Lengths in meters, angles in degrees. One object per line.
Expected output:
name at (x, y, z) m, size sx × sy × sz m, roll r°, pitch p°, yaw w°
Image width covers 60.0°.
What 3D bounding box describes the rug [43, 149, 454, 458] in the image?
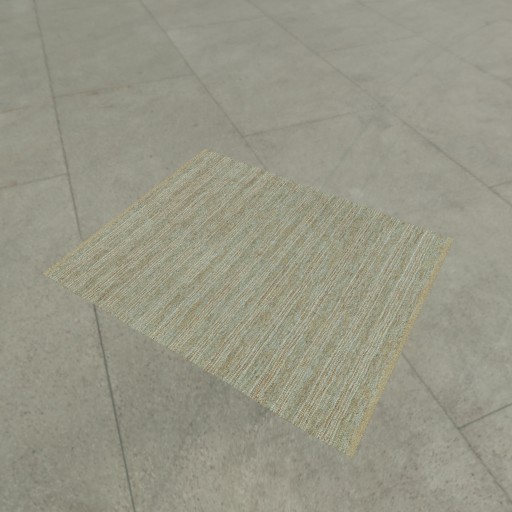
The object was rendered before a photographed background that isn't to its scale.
rug at (0.000, 0.000, 4.184) m, size 3.034 × 0.012 × 2.471 m, roll 24°, pitch 50°, yaw 22°
